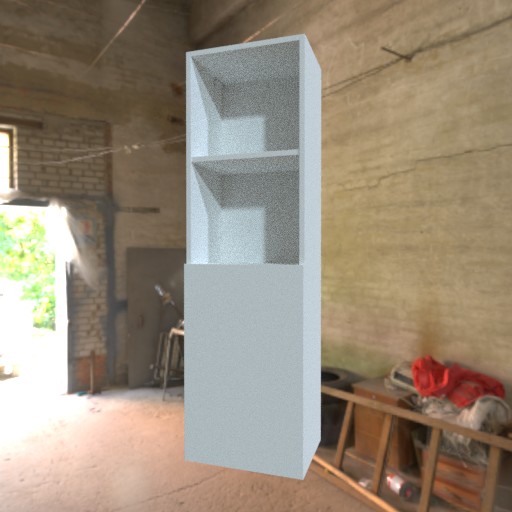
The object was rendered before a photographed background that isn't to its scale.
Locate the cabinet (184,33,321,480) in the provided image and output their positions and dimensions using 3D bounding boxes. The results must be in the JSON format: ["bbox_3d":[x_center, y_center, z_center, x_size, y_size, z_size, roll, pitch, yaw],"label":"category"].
[{"bbox_3d":[0.000,0.000,1.537,0.400,1.350,0.300,0,1,18],"label":"cabinet"}]
